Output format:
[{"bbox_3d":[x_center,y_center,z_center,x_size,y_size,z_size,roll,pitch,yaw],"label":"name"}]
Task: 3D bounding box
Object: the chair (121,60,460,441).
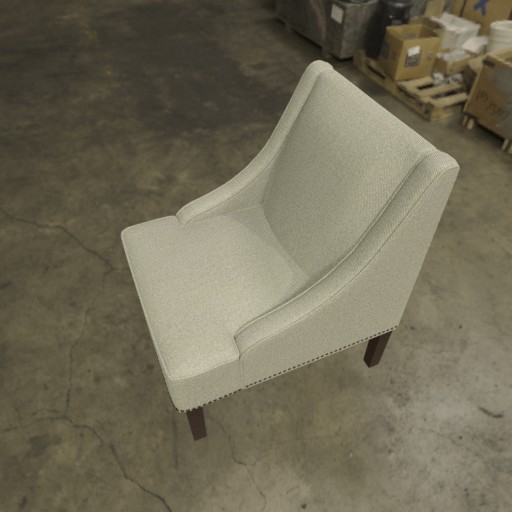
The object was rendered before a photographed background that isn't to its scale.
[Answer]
[{"bbox_3d":[0.000,0.000,1.382,0.748,0.872,0.628,-17,48,-16],"label":"chair"}]
